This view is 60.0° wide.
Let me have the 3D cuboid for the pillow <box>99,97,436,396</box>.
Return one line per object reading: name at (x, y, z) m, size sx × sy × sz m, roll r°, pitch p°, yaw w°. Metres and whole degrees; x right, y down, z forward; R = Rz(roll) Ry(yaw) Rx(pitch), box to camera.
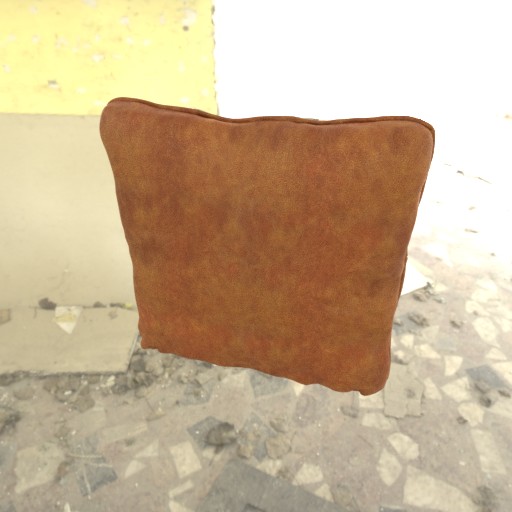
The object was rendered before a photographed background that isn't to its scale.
pillow at (0.000, 0.000, 0.740) m, size 0.489 × 0.490 × 0.130 m, roll 9°, pitch 32°, yaw 14°
